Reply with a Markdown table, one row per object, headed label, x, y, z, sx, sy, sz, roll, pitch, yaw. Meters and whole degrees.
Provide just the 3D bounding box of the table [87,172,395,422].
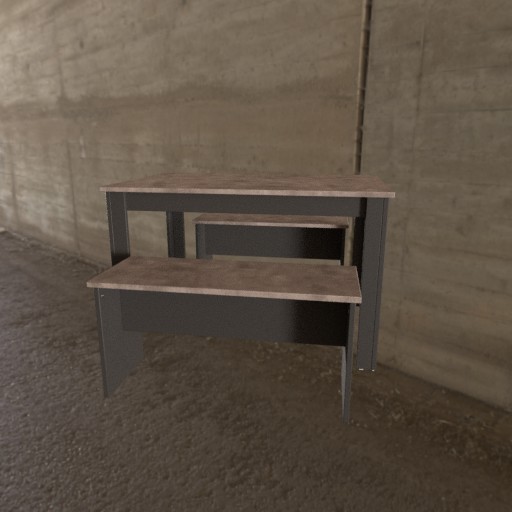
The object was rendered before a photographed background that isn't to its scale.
| label | x | y | z | sx | sy | sz | roll | pitch | yaw |
| --- | --- | --- | --- | --- | --- | --- | --- | --- | --- |
| table | 0.000 | 0.000 | 2.065 | 1.100 | 0.700 | 1.443 | 2 | 15 | 9 |
